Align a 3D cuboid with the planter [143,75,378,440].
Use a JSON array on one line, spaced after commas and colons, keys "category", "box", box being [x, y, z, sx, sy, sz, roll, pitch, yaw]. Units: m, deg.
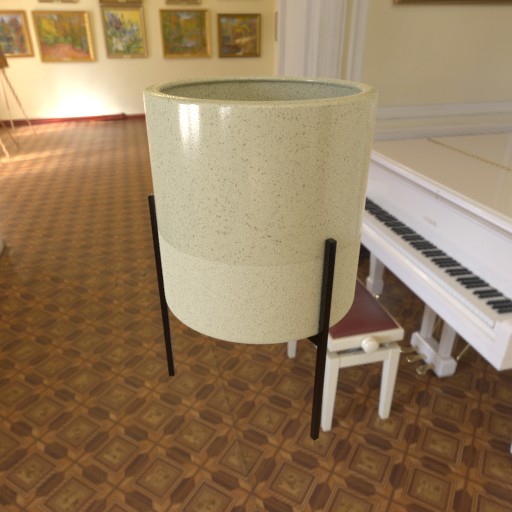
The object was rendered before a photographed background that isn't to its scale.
[{"category": "planter", "box": [0.000, 0.000, 0.541, 0.243, 0.390, 0.234, -1, 27, -2]}]
